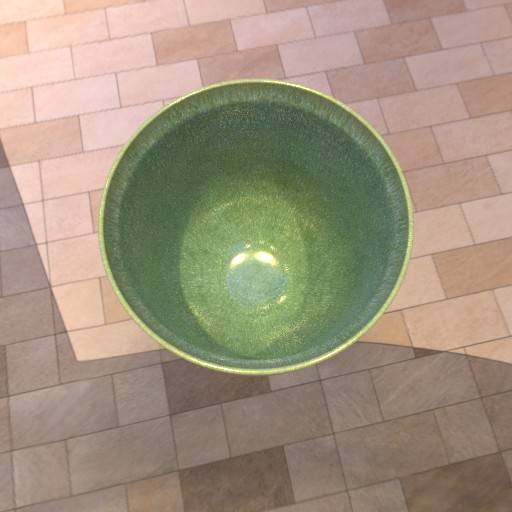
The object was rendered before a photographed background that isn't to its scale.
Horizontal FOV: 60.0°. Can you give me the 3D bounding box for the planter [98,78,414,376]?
[{"bbox_3d":[0.000,0.000,0.502,0.266,0.270,0.266,0,74,0],"label":"planter"}]
